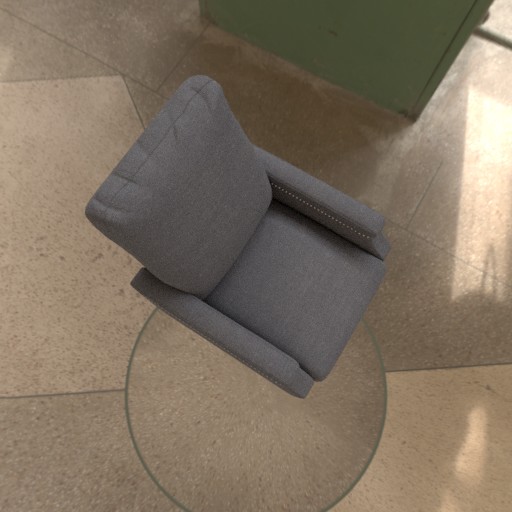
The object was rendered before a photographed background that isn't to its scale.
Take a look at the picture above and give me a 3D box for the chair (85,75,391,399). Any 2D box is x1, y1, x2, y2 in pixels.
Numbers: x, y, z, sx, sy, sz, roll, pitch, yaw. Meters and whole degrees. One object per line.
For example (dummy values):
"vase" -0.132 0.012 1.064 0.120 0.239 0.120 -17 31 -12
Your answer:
"chair" 0.000 0.000 1.680 0.922 1.049 0.710 31 76 9
